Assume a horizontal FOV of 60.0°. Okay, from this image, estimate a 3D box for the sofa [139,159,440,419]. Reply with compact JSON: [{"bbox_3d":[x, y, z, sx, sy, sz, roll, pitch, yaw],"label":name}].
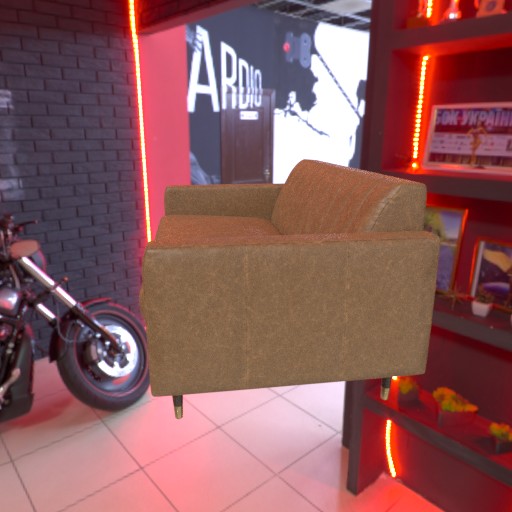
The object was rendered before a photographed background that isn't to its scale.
[{"bbox_3d":[0.000,0.000,2.104,0.960,0.820,1.549,-2,16,-8],"label":"sofa"}]
